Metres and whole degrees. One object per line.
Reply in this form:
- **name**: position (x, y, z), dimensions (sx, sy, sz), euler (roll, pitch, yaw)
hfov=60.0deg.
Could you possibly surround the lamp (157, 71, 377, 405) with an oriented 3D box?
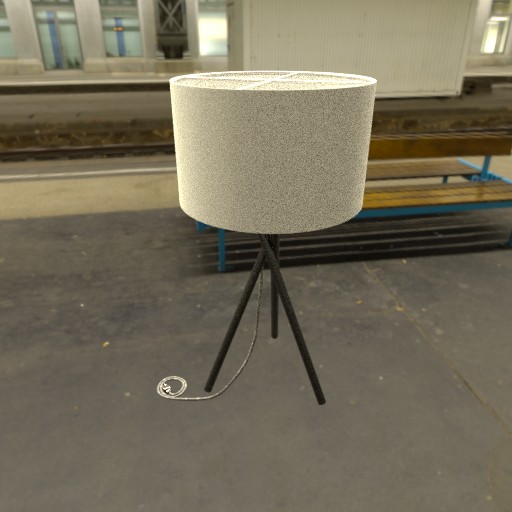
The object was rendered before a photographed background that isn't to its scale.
- **lamp**: position (0.000, 0.000, 0.908), dimensions (0.422, 0.674, 0.353), euler (-17, 31, -30)
